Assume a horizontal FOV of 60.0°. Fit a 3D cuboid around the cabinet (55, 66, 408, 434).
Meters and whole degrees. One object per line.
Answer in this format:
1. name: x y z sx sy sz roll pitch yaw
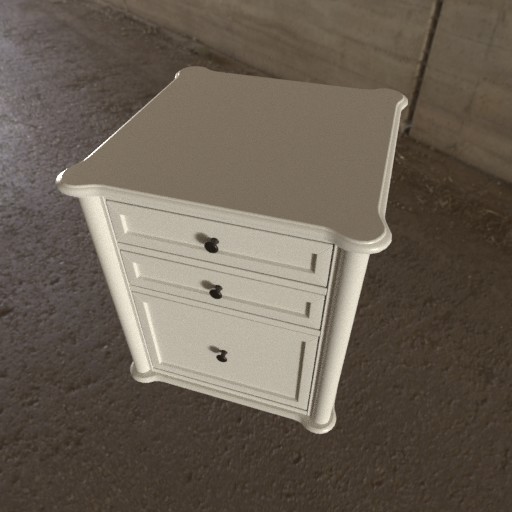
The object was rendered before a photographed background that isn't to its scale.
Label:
1. cabinet: 0.000 0.000 1.227 0.628 0.761 0.627 12 45 12
